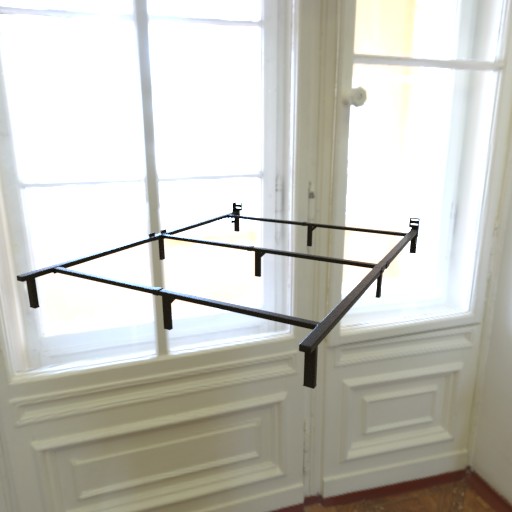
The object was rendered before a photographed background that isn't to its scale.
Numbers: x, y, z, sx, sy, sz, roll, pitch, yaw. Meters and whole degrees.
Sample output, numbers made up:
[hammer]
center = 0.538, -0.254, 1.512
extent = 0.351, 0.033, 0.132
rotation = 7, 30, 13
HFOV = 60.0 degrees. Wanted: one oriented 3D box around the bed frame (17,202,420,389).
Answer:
[bed frame]
center = 0.000, 0.000, 2.597
extent = 1.498, 0.248, 1.990
rotation = 9, 18, 27
